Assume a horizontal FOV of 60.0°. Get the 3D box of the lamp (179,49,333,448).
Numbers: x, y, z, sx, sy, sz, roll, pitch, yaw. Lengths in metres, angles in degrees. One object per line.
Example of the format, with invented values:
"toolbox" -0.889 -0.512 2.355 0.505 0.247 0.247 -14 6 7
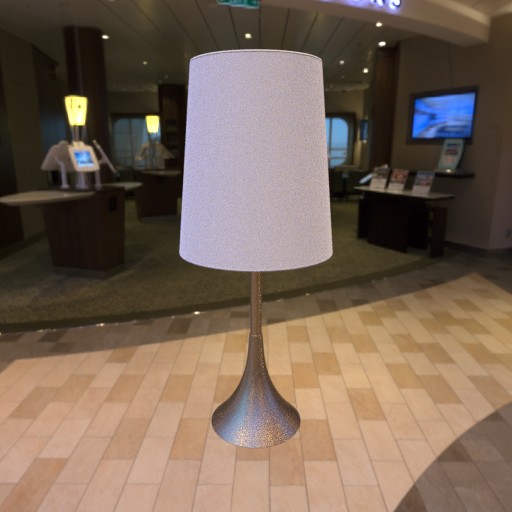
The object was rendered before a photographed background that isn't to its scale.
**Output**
"lamp" 0.000 0.000 0.679 0.231 0.569 0.231 0 14 0
